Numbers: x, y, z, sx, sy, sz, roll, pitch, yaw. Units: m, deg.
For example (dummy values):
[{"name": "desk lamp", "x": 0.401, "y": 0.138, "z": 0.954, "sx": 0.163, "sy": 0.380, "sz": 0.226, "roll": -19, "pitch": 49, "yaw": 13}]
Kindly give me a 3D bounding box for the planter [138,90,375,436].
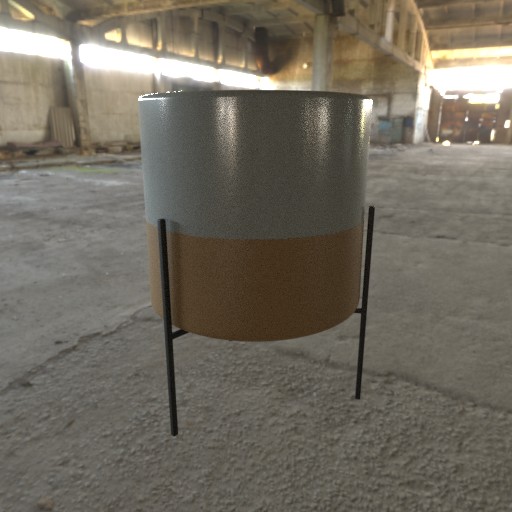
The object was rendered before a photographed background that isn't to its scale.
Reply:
[{"name": "planter", "x": 0.000, "y": 0.000, "z": 0.641, "sx": 0.310, "sy": 0.432, "sz": 0.310, "roll": 9, "pitch": 19, "yaw": 27}]
